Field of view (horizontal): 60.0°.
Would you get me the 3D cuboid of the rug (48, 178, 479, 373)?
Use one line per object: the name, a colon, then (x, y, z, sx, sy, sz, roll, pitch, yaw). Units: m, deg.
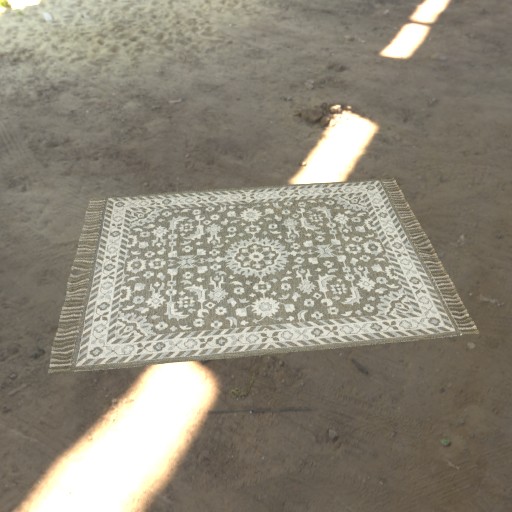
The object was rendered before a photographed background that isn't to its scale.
rug: (0.000, 0.000, 2.985, 2.431, 0.025, 1.530, -4, 46, -4)
